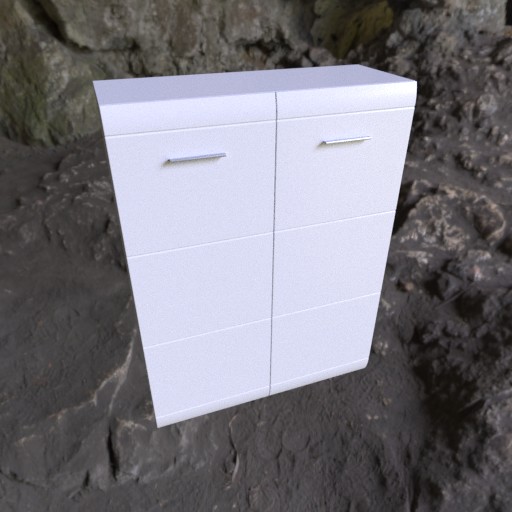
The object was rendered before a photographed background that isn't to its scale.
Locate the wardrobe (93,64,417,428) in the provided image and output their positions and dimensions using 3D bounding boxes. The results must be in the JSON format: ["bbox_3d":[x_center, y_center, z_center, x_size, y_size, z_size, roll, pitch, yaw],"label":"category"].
[{"bbox_3d":[0.000,0.000,1.615,0.900,1.200,0.360,-11,33,-17],"label":"wardrobe"}]
